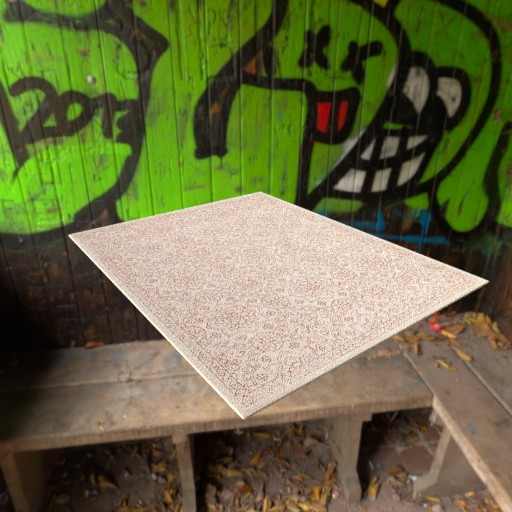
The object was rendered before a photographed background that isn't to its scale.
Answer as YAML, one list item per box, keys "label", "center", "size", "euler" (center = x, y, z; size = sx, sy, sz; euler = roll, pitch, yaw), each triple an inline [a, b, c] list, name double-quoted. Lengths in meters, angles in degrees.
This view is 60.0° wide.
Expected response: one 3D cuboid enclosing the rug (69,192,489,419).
- label: "rug"
  center: [0.000, 0.000, 4.024]
  size: [2.441, 0.015, 3.050]
  euler: [-18, 31, -33]
